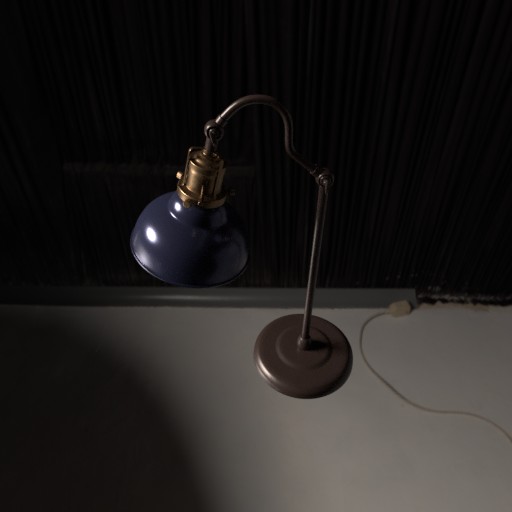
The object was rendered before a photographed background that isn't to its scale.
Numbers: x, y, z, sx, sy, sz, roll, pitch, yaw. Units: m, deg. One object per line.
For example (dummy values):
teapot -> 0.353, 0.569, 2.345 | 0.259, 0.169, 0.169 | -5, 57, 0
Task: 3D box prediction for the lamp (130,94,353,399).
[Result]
lamp -> 0.000, 0.000, 0.695 | 0.374, 0.508, 0.192 | 0, 41, 0
